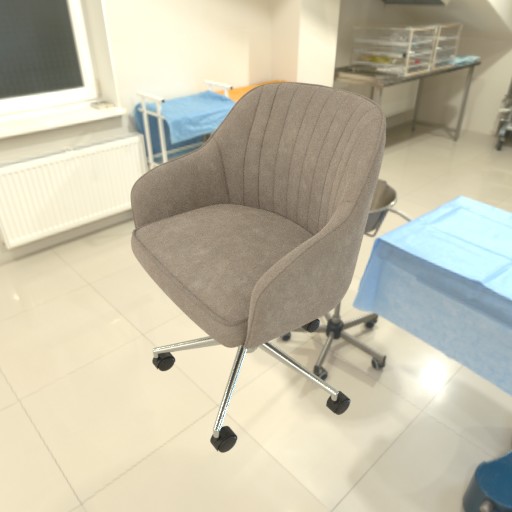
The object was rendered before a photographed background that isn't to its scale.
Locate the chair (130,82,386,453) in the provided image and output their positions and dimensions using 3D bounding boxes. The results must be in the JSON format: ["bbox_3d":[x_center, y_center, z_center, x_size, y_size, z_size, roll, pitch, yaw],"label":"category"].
[{"bbox_3d":[0.000,0.000,1.245,0.573,0.831,0.635,-21,38,-30],"label":"chair"}]
